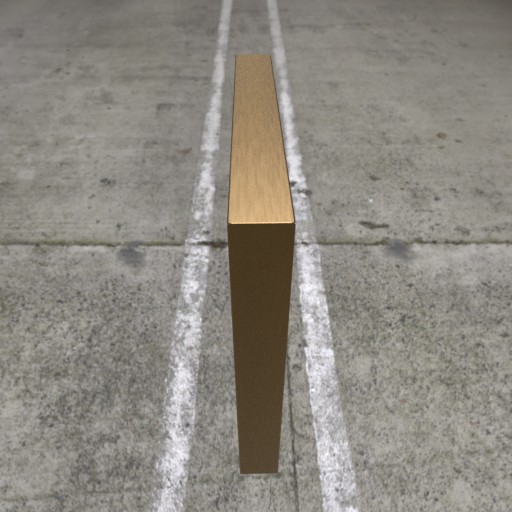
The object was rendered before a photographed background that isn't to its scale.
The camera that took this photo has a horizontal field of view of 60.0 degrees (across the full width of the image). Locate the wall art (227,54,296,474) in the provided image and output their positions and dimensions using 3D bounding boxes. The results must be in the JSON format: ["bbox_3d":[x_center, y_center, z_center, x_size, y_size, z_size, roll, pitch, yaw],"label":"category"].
[{"bbox_3d":[0.000,0.000,0.454,0.037,0.305,0.305,-1,40,-1],"label":"wall art"}]
